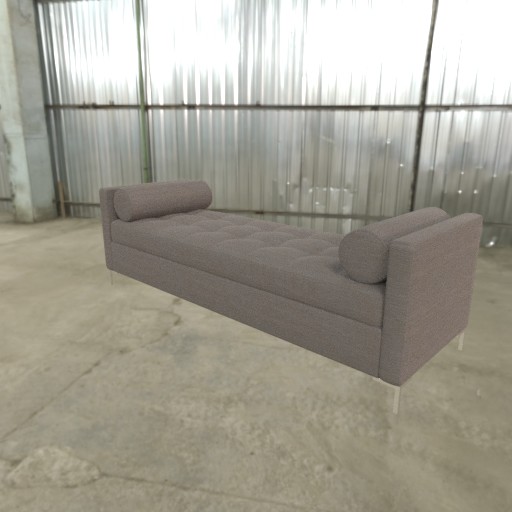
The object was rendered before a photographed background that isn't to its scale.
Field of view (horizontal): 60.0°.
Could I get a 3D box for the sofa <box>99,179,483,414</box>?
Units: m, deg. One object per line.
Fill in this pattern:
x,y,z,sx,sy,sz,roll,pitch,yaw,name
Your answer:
0.000,0.000,2.346,1.981,0.635,0.686,15,22,41,sofa
